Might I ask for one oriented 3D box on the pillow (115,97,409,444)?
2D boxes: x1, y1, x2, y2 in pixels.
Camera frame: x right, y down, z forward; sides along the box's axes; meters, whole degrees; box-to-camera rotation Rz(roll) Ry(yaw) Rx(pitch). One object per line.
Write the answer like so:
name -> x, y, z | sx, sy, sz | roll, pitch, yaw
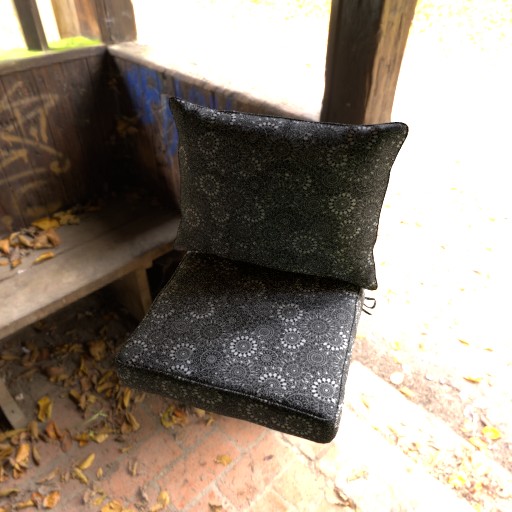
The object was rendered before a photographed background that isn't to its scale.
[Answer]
pillow -> 0.000, 0.000, 1.373 | 0.798, 0.722, 0.740 | 11, 41, 13
